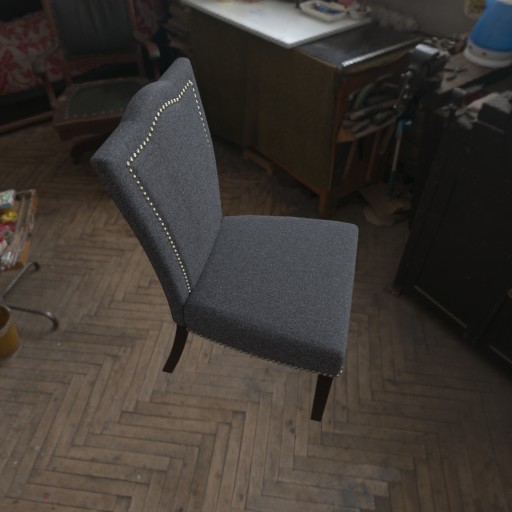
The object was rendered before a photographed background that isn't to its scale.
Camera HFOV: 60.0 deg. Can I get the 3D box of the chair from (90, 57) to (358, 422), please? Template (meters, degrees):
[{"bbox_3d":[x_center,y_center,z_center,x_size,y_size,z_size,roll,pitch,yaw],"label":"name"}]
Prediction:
[{"bbox_3d":[0.000,0.000,1.294,0.589,0.946,0.518,10,47,9],"label":"chair"}]
